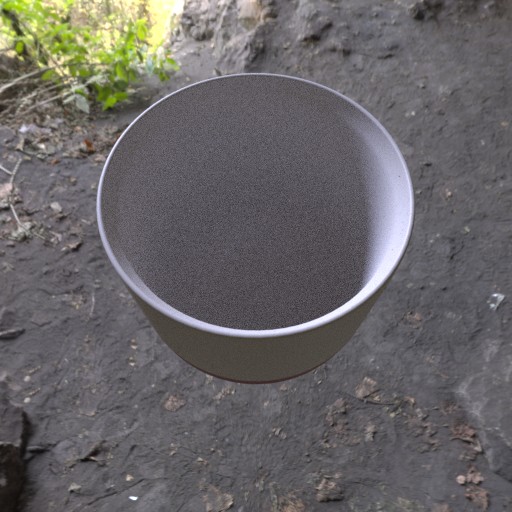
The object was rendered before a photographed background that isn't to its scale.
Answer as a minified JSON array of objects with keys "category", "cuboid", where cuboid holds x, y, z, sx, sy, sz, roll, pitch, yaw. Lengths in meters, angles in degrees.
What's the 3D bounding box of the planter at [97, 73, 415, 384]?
[{"category":"planter","cuboid":[0.000,0.000,0.493,0.268,0.270,0.268,0,64,0]}]
